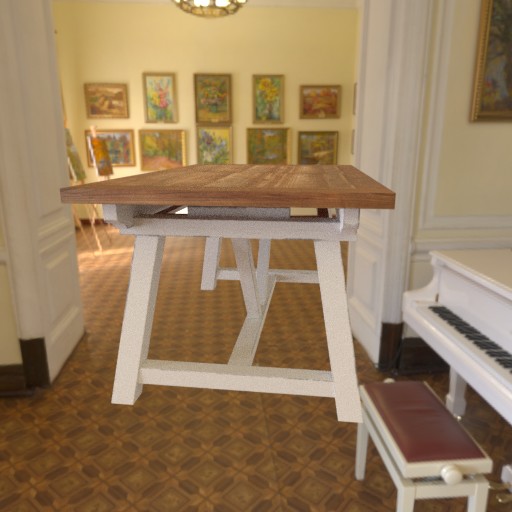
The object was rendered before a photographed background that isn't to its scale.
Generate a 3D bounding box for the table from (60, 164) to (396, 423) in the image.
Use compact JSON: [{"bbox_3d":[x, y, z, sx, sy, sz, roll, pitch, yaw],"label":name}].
[{"bbox_3d":[0.000,0.000,2.007,0.922,0.743,1.503,2,14,7],"label":"table"}]
